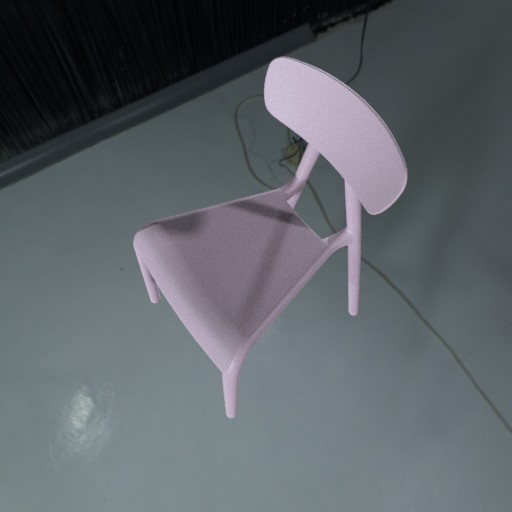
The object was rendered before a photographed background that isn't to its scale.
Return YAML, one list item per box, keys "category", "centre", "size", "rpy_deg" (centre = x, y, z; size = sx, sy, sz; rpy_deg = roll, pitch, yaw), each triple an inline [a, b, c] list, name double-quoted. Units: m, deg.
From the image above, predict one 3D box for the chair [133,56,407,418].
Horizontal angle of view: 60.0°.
- category: "chair"
  centre: [0.000, 0.000, 0.836]
  size: [0.401, 0.580, 0.356]
  rpy_deg: [-33, 68, -15]
